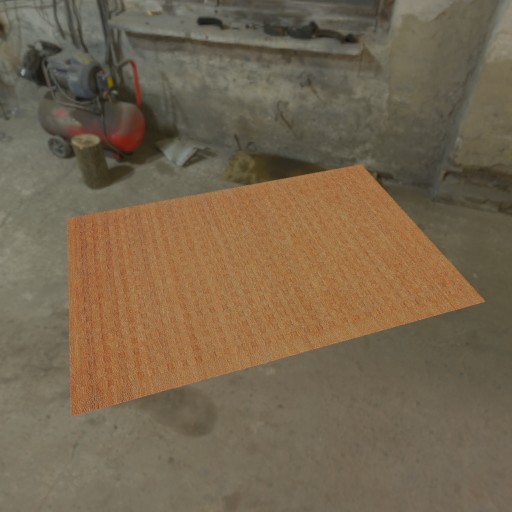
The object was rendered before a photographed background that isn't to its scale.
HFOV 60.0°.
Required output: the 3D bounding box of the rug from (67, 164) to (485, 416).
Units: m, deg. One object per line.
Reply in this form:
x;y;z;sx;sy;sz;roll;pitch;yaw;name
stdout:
0.000;0.000;2.828;2.285;0.006;1.524;-12;45;-13;rug
